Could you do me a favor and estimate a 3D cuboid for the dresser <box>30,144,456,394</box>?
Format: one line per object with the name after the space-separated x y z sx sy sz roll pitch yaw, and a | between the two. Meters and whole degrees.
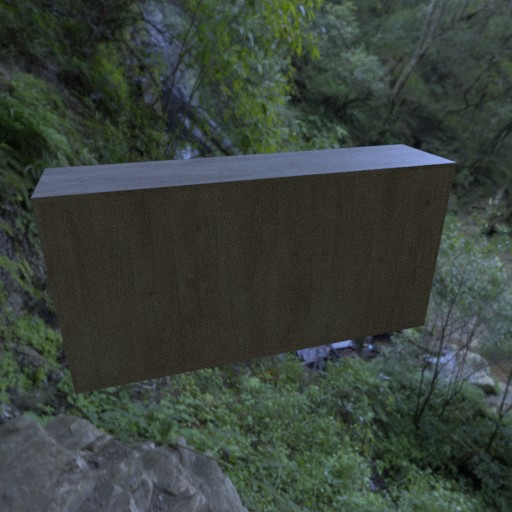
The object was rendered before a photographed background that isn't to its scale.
0.000 0.000 1.927 1.590 0.795 0.390 -8 27 -16 | dresser
